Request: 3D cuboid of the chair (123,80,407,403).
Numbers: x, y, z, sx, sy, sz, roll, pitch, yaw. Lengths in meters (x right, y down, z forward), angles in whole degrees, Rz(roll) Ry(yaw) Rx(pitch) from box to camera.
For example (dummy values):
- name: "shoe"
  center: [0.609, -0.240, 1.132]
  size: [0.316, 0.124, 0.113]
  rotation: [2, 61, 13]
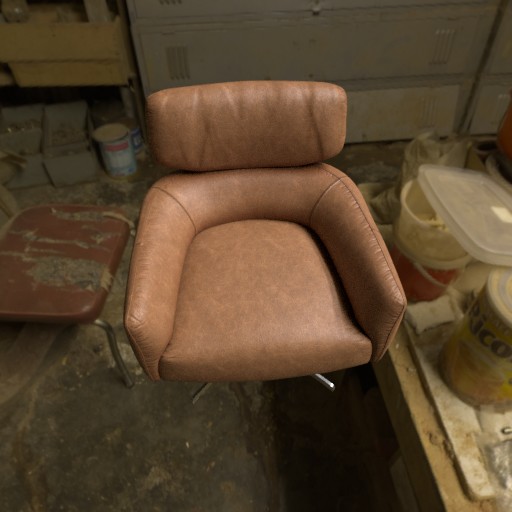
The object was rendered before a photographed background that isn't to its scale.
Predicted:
- name: "chair"
  center: [0.000, 0.000, 1.362]
  size: [0.706, 0.812, 0.715]
  rotation: [-4, 47, -4]
